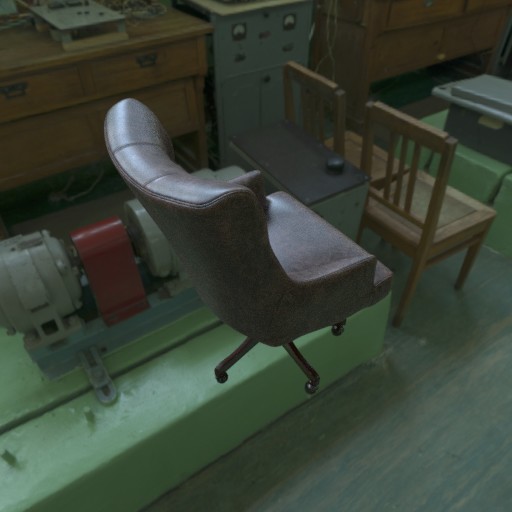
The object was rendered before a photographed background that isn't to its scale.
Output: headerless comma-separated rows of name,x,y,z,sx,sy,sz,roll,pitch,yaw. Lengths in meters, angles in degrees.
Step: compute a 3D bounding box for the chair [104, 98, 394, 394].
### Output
chair,0.000,0.000,1.515,0.762,1.035,0.641,-26,49,-25
